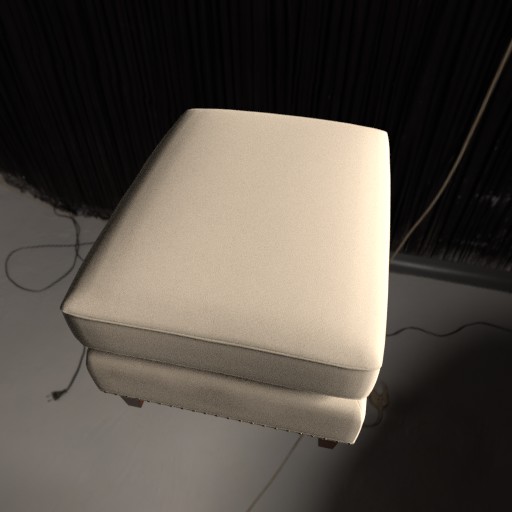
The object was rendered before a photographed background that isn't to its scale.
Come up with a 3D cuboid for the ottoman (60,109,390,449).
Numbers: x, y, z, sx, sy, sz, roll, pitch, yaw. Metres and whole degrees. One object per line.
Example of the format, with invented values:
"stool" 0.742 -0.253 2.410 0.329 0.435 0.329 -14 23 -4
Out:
"ottoman" 0.000 0.000 1.113 0.584 0.513 0.741 9 47 8
